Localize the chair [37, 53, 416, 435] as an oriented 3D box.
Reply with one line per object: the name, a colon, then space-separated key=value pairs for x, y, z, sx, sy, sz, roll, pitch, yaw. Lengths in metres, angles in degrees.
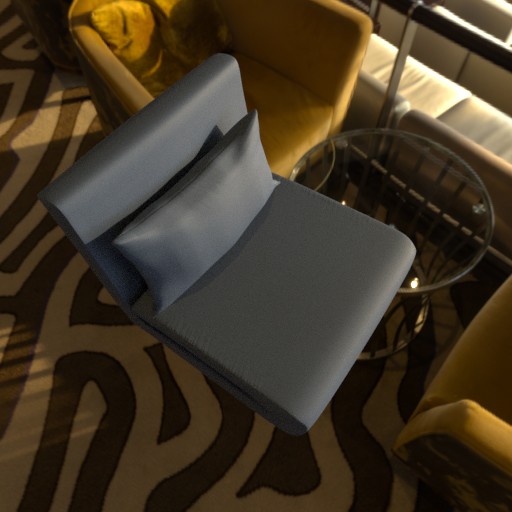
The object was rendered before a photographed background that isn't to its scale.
chair: x=0.000 y=0.000 z=1.500 sx=0.900 sy=0.808 sz=0.770 roll=31 pitch=63 yaw=18
